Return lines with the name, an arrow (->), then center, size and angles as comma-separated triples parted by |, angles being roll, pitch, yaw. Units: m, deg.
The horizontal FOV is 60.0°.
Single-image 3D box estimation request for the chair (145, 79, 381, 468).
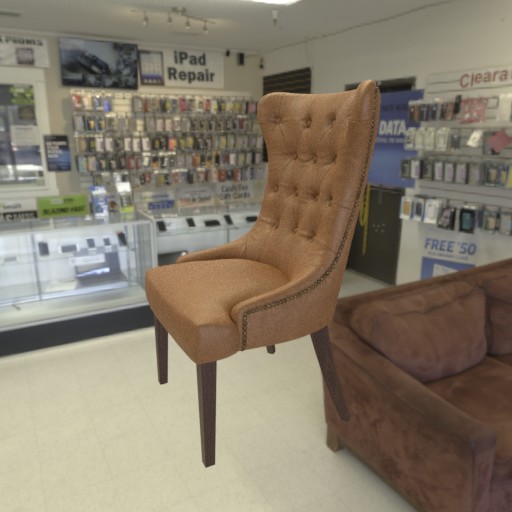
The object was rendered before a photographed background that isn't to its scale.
chair -> 0.000, 0.000, 1.467 | 0.669, 1.065, 0.611 | -8, 18, -26
